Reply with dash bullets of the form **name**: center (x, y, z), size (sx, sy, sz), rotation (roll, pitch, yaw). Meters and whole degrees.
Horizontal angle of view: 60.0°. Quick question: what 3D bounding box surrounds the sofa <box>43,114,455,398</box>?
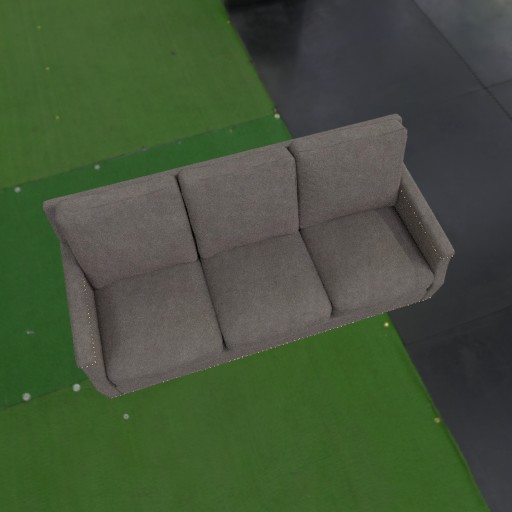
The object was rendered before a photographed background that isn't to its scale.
- **sofa**: center (0.000, 0.000, 2.758), size (2.226, 1.042, 1.034), rotation (-16, 64, -8)
